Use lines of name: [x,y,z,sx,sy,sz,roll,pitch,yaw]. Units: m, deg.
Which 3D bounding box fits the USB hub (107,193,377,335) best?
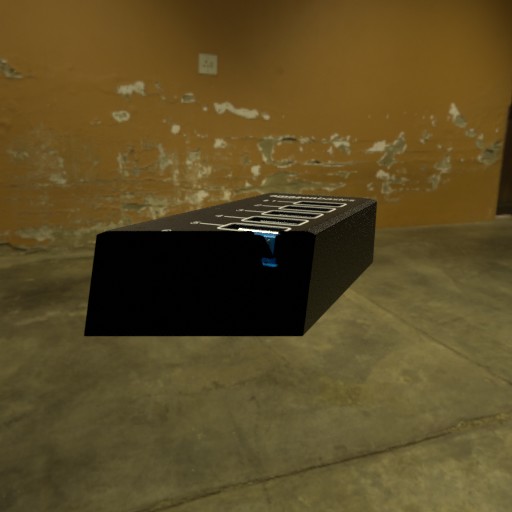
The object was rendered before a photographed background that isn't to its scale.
USB hub: [0.000,0.000,0.124,0.044,0.023,0.110,7,16,26]
